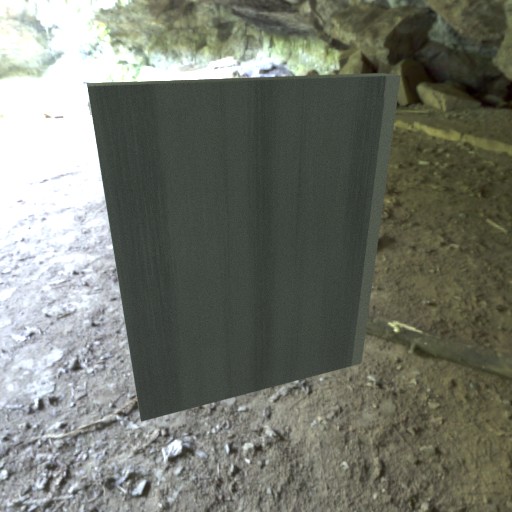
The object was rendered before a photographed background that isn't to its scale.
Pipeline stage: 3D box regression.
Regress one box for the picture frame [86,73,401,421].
[{"bbox_3d":[0.000,0.000,0.745,0.449,0.555,0.046,-9,28,-18],"label":"picture frame"}]
